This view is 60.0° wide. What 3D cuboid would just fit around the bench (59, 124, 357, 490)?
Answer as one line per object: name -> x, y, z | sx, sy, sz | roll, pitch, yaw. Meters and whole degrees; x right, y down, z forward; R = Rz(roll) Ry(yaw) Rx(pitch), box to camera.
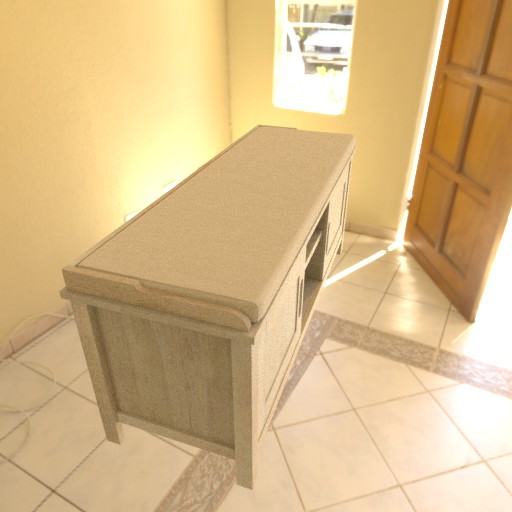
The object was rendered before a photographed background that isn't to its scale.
bench -> 0.000, 0.000, 1.359 | 0.398, 0.501, 1.140 | 10, 32, 17
